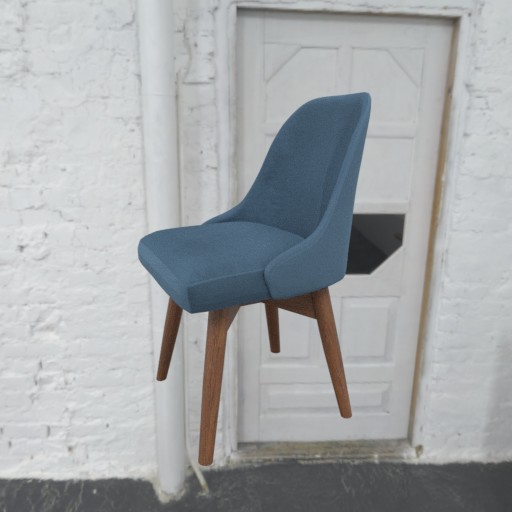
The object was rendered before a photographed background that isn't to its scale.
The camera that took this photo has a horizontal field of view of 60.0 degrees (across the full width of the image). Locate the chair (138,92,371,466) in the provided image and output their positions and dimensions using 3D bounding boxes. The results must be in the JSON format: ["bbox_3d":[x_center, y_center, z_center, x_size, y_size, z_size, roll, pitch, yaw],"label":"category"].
[{"bbox_3d":[0.000,0.000,1.257,0.589,0.882,0.503,-8,17,-25],"label":"chair"}]
